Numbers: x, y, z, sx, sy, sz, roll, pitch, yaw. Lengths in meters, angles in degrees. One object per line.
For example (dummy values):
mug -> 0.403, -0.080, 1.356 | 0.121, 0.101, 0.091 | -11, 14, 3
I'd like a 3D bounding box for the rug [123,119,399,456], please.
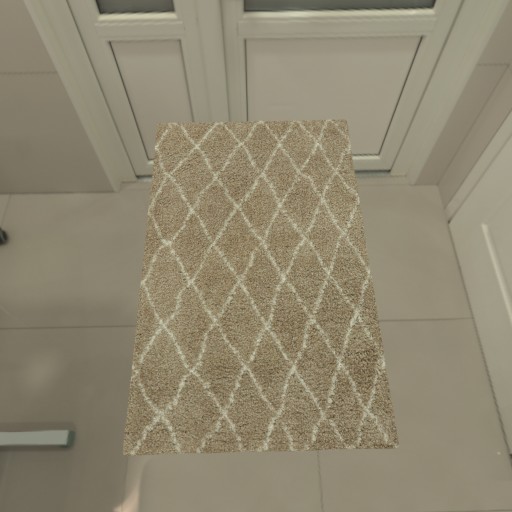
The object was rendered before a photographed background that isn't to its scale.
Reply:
rug -> 0.000, 0.000, 3.005 | 1.524, 0.030, 2.438 | -1, 62, -1
